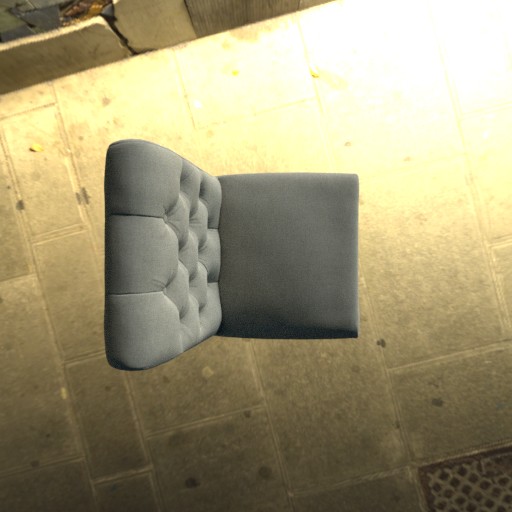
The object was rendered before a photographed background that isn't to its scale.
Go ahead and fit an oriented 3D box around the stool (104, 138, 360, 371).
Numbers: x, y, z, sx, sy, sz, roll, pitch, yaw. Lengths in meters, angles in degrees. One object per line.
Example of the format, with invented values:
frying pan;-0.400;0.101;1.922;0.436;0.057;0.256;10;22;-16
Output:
stool;0.000;0.000;1.377;0.601;1.040;0.493;0;90;1
